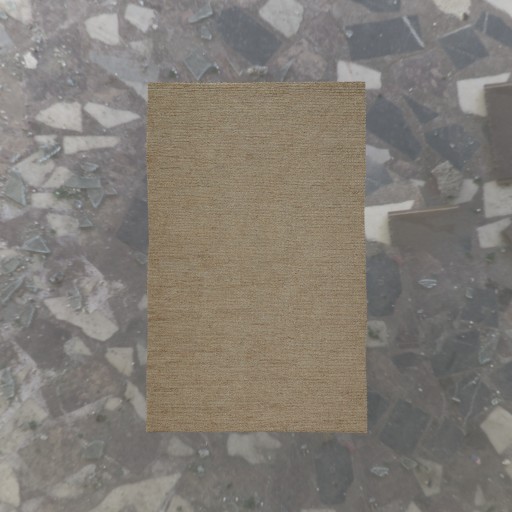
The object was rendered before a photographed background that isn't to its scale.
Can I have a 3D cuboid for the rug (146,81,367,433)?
[{"bbox_3d":[0.000,0.000,3.080,1.533,0.011,2.439,0,89,1],"label":"rug"}]
